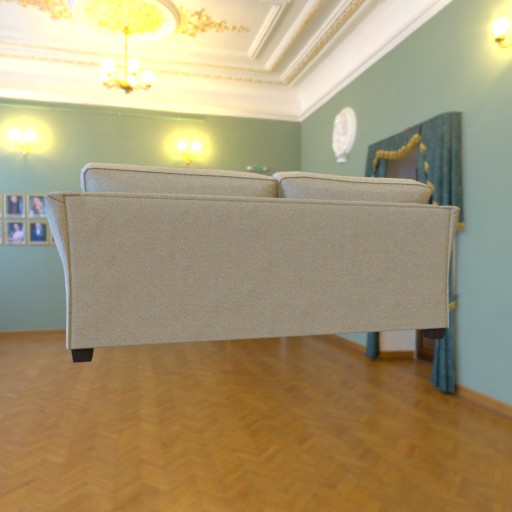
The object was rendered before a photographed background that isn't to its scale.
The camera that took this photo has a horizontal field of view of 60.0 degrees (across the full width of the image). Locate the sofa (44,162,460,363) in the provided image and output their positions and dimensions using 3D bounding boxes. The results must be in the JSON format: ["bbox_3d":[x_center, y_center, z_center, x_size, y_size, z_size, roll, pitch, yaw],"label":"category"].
[{"bbox_3d":[0.000,0.000,2.744,2.270,0.965,0.980,0,0,-17],"label":"sofa"}]
